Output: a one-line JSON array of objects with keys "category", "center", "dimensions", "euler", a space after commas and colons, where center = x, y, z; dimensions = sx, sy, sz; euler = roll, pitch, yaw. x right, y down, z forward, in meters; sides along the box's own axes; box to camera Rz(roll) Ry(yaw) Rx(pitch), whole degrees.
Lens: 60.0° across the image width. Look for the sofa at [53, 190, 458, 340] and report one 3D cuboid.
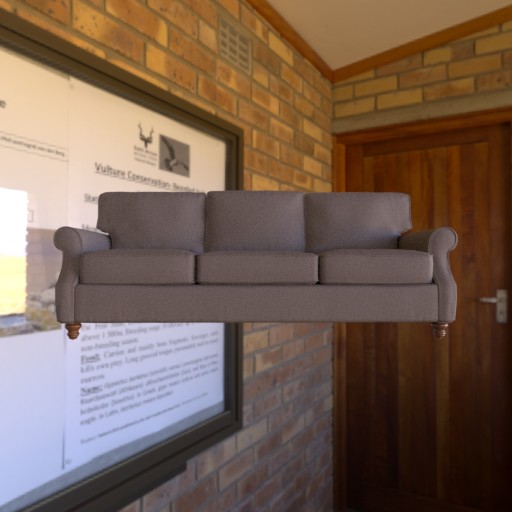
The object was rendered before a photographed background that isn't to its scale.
[{"category": "sofa", "center": [0.000, 0.000, 2.889], "dimensions": [2.353, 0.948, 0.966], "euler": [0, -1, -1]}]
